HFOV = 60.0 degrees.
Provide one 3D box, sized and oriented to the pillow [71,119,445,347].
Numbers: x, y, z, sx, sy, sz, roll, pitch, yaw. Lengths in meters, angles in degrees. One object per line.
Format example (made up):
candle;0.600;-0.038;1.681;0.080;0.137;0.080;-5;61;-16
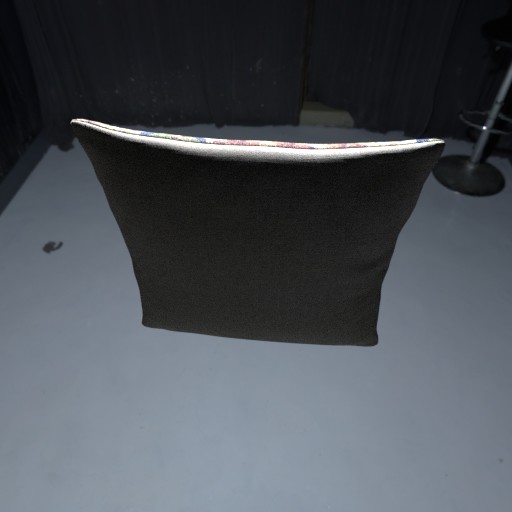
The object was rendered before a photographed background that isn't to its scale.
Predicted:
pillow;0.000;0.000;0.789;0.523;0.506;0.166;4;46;4
